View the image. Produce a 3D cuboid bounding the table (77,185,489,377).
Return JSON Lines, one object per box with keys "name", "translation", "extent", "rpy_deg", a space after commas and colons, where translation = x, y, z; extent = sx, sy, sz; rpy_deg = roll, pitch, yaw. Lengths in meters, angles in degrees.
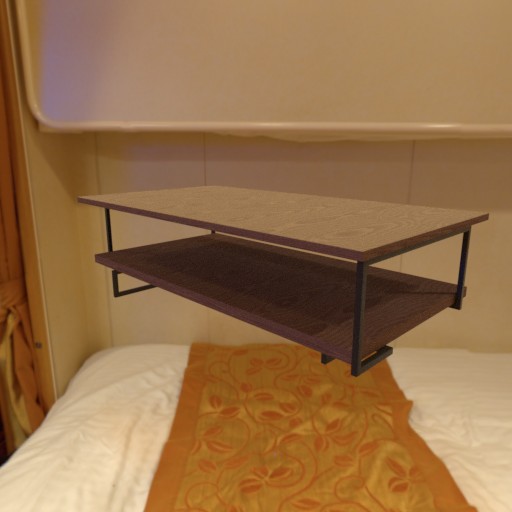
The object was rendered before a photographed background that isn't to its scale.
{"name": "table", "translation": [0.000, 0.000, 1.470], "extent": [0.651, 0.347, 1.197], "rpy_deg": [-14, 20, -43]}
